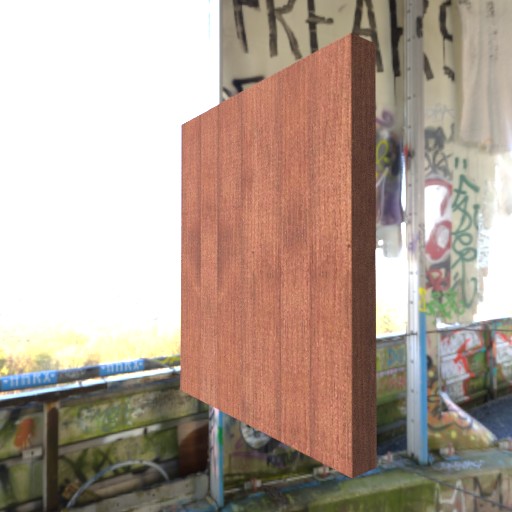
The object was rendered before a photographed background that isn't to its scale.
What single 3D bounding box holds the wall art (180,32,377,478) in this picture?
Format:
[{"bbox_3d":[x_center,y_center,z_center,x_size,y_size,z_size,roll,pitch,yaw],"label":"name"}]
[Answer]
[{"bbox_3d":[0.000,0.000,0.610,0.039,0.449,0.377,0,-1,-36],"label":"wall art"}]
